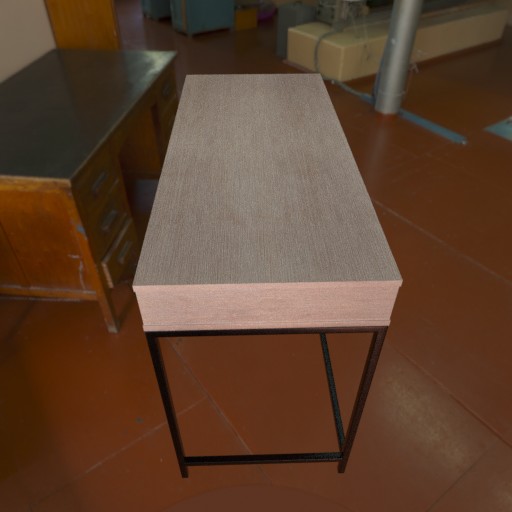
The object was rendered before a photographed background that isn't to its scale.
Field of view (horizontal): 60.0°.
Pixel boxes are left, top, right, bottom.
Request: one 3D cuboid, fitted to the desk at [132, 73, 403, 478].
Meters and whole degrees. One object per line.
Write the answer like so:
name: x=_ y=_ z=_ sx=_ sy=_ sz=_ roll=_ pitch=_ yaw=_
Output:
desk: x=0.000 y=0.000 z=1.381 sx=0.470 sy=0.762 sz=1.016 roll=-1 pitch=41 yaw=-1
